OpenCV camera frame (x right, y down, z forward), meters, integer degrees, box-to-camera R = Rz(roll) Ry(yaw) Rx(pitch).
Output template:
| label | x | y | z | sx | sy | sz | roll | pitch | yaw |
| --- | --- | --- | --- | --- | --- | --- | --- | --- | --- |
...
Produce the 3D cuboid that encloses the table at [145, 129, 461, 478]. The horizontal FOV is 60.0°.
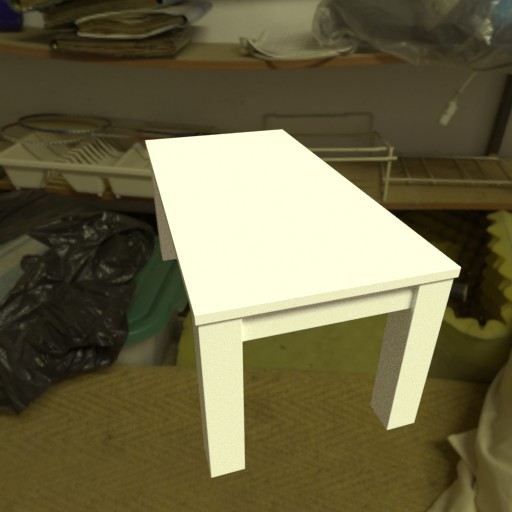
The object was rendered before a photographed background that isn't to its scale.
| label | x | y | z | sx | sy | sz | roll | pitch | yaw |
| --- | --- | --- | --- | --- | --- | --- | --- | --- | --- |
| table | 0.000 | 0.000 | 2.316 | 0.900 | 0.790 | 1.800 | -9 | 32 | -14 |
